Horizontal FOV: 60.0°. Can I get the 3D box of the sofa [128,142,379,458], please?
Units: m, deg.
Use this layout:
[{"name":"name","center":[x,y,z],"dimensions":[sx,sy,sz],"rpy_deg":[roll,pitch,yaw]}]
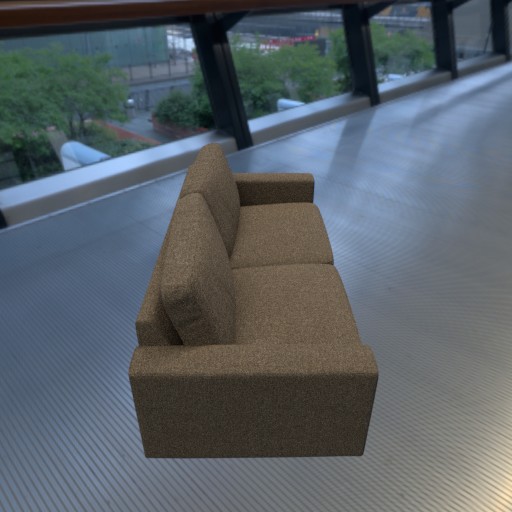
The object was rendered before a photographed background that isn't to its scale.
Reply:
[{"name":"sofa","center":[0.000,0.000,2.698],"dimensions":[1.016,0.873,2.179],"rpy_deg":[0,31,-1]}]
